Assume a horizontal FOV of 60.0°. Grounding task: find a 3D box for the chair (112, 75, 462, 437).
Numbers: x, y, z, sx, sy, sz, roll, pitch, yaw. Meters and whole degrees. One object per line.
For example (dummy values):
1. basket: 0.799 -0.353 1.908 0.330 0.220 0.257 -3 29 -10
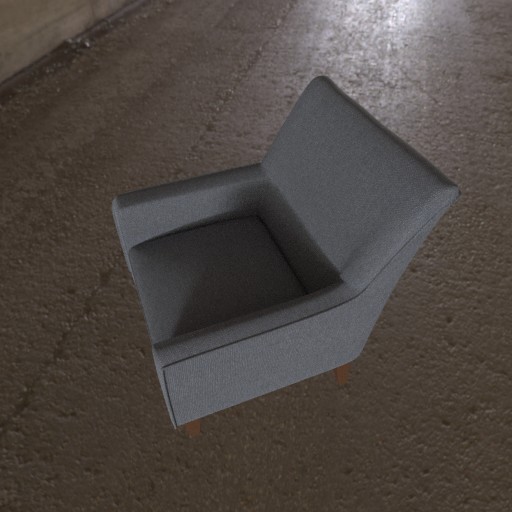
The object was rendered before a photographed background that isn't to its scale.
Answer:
1. chair: 0.000 0.000 1.614 0.899 0.919 0.780 -16 47 -15
